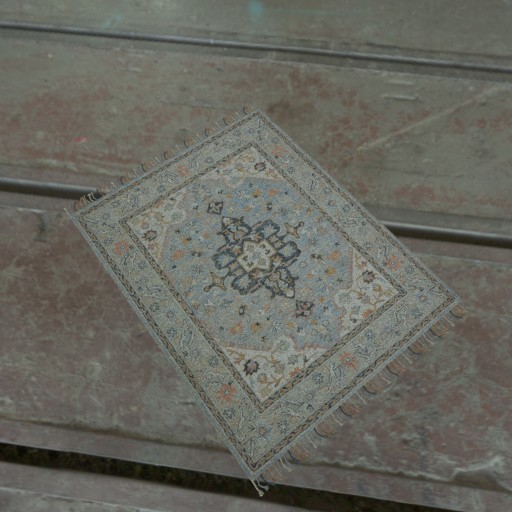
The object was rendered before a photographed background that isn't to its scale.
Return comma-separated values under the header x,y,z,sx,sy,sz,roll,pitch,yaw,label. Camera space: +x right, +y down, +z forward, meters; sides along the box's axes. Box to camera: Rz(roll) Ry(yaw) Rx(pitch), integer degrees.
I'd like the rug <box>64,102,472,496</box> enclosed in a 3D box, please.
x,y,z,sx,sy,sz,roll,pitch,yaw,label
0.000,0.000,4.163,2.379,0.011,3.221,-34,68,-16,rug
